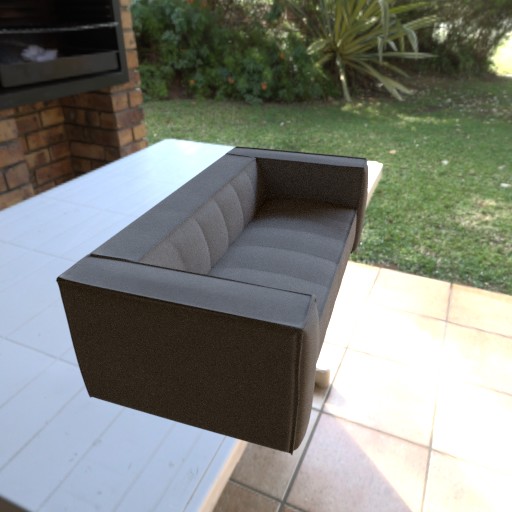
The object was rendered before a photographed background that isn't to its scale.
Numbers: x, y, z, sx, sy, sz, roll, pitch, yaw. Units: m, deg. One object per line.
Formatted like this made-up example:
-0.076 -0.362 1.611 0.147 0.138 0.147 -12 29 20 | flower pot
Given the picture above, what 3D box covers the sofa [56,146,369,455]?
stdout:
0.000 0.000 2.524 1.038 0.680 1.995 9 31 16 | sofa
